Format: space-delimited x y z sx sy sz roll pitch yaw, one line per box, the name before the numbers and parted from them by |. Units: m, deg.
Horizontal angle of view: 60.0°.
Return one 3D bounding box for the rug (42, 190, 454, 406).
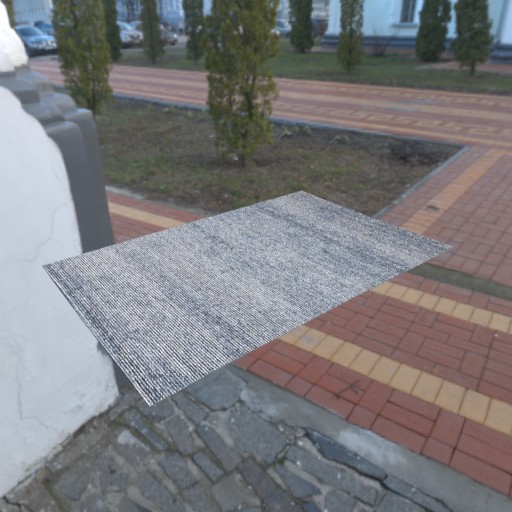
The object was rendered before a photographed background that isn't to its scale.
rug | 0.000 0.000 2.217 1.740 0.010 1.135 -20 34 -33
